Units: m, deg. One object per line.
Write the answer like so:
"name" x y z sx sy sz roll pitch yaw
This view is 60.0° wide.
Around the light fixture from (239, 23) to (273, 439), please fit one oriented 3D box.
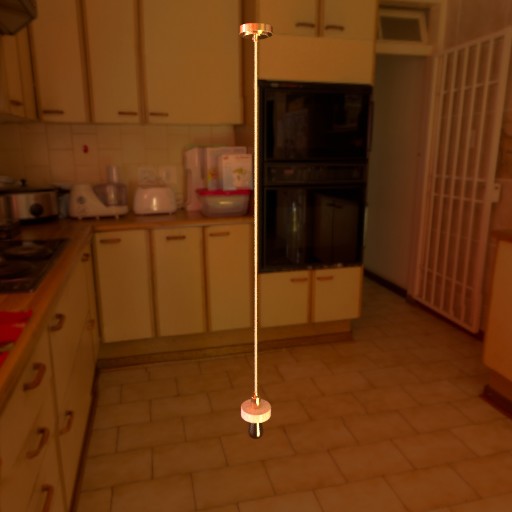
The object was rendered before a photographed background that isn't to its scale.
"light fixture" 0.000 0.000 1.772 0.129 1.669 0.129 -13 19 -43
